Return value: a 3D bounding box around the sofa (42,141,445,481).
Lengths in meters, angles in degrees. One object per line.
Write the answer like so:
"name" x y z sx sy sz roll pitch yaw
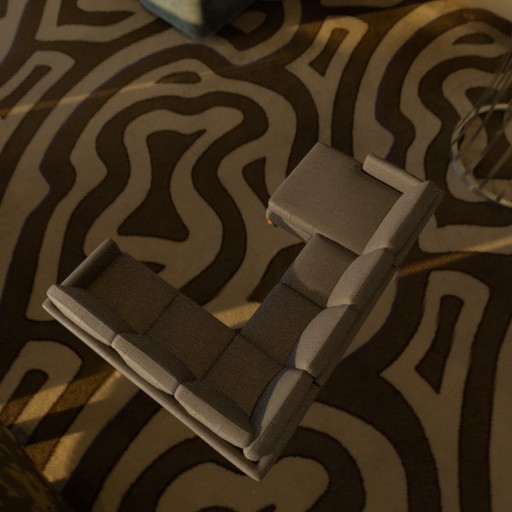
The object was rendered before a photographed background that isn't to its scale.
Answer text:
"sofa" 0.000 0.000 4.699 2.594 0.961 3.460 33 69 15
